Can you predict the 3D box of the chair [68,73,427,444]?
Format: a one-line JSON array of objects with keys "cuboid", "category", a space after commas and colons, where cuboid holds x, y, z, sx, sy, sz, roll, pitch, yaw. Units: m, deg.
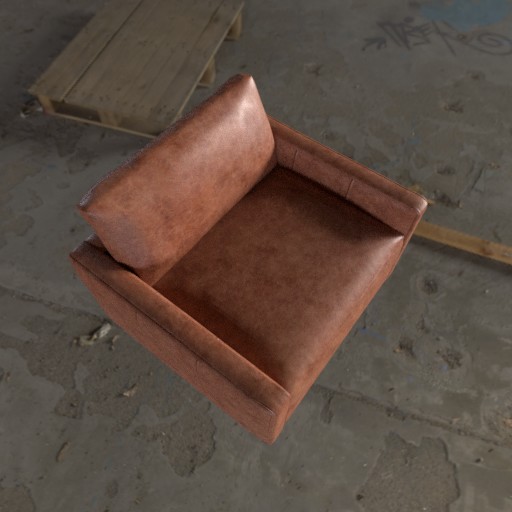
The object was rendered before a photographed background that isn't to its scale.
[{"cuboid": [0.000, 0.000, 1.659, 0.862, 0.869, 0.967, 33, 64, 19], "category": "chair"}]
